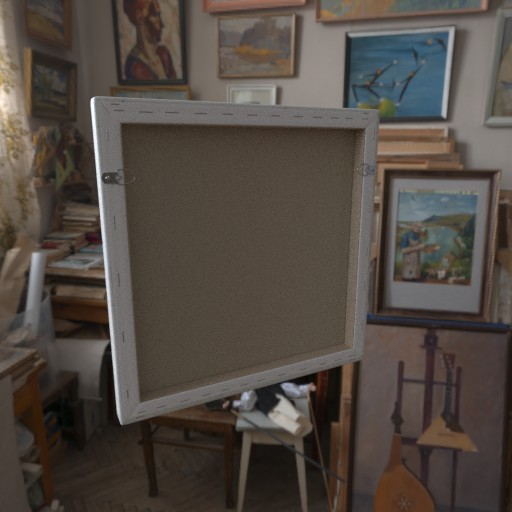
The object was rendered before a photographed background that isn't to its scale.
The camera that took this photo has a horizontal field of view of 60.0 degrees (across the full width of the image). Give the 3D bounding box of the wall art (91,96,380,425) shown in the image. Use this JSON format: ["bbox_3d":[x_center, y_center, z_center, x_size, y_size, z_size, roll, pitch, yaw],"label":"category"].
[{"bbox_3d":[0.000,0.000,0.941,0.610,0.611,0.040,-7,16,-26],"label":"wall art"}]
